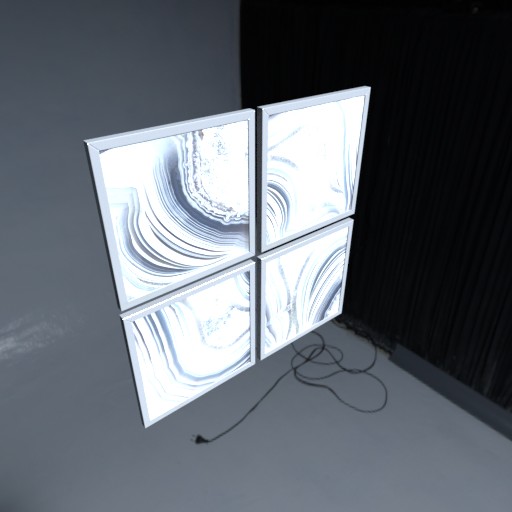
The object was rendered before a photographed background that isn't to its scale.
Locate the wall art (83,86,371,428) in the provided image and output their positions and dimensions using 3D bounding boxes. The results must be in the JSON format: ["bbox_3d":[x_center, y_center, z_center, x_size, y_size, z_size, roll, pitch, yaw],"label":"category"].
[{"bbox_3d":[0.000,0.000,1.723,1.118,1.118,0.029,-23,38,-32],"label":"wall art"}]
